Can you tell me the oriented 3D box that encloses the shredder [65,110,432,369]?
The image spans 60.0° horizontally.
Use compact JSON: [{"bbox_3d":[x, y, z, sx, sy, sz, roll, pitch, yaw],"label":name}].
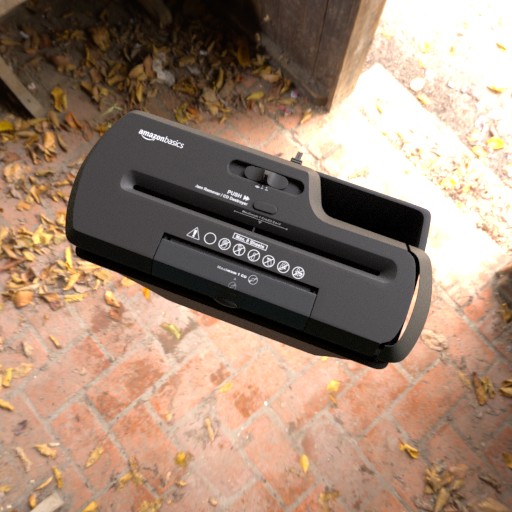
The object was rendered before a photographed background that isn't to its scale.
[{"bbox_3d":[0.000,0.000,0.524,0.320,0.335,0.170,20,78,5],"label":"shredder"}]
